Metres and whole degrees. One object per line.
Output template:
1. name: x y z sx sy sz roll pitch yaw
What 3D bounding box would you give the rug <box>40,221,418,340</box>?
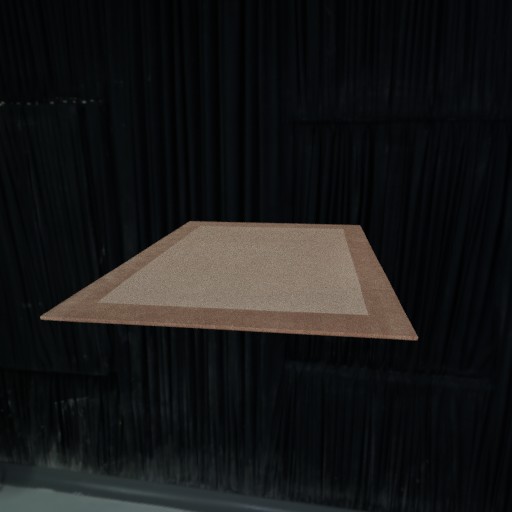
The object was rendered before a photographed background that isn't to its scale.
1. rug: 0.000 0.000 2.280 1.219 0.014 1.829 2 15 7
